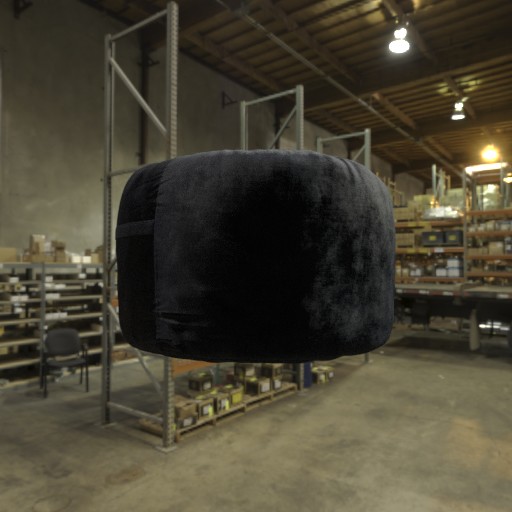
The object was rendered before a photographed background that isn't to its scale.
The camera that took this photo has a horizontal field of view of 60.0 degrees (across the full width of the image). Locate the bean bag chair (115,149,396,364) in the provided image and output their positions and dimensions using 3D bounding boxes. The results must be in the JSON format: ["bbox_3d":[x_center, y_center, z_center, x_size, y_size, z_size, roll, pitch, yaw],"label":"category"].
[{"bbox_3d":[0.000,0.000,2.021,1.219,0.762,1.219,0,-1,0],"label":"bean bag chair"}]
